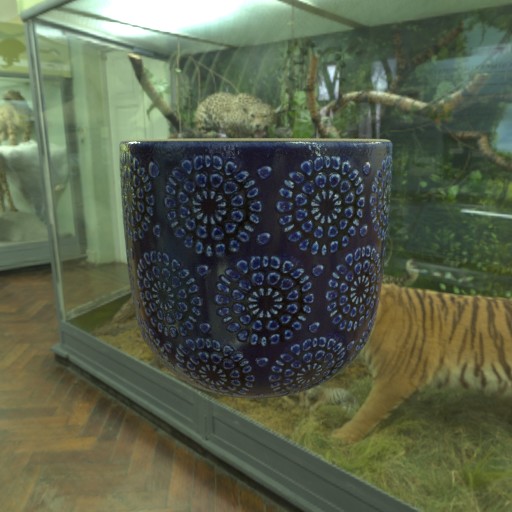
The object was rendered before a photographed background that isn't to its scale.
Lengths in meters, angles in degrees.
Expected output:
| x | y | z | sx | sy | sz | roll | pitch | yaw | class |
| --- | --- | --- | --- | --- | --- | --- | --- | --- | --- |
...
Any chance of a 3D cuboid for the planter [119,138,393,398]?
| x | y | z | sx | sy | sz | roll | pitch | yaw | class |
| --- | --- | --- | --- | --- | --- | --- | --- | --- | --- |
| 0.000 | 0.000 | 0.294 | 0.165 | 0.149 | 0.165 | 0 | 14 | 0 | planter |
